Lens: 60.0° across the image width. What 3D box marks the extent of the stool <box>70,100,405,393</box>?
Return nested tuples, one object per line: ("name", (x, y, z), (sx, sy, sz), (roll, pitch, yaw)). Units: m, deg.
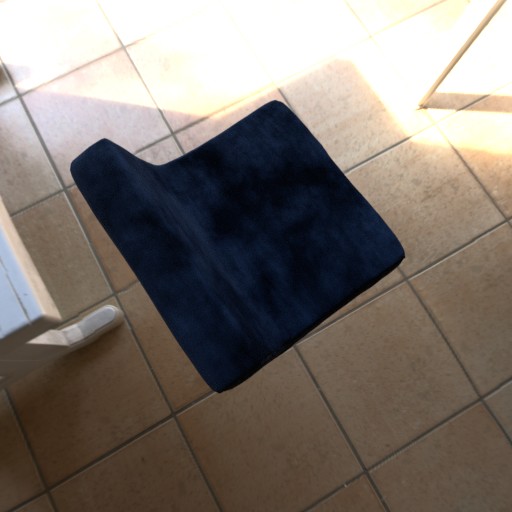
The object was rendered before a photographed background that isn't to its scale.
("stool", (0.000, 0.000, 1.236), (0.516, 0.945, 0.511), (-35, 79, -8))
